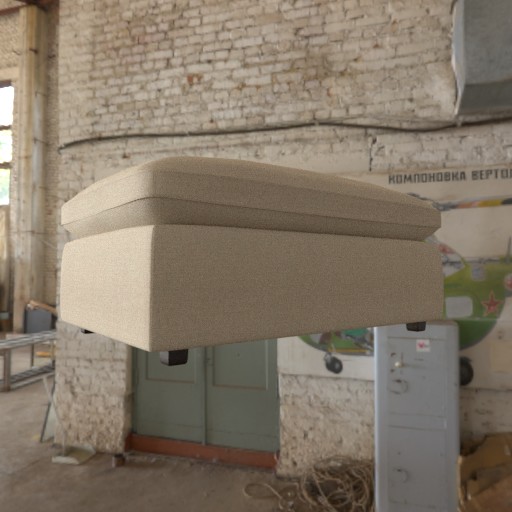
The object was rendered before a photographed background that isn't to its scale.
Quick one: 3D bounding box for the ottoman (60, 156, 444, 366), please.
[{"bbox_3d":[0.000,0.000,1.332,0.984,0.453,0.686,2,-3,-37],"label":"ottoman"}]
